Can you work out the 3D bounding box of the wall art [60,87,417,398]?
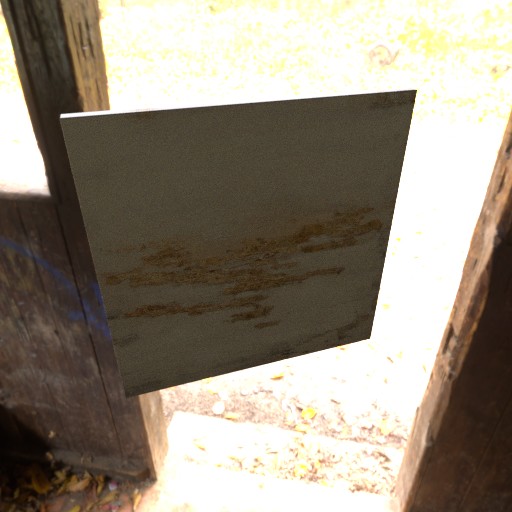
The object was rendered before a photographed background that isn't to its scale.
[{"bbox_3d":[0.000,0.000,1.497,1.015,1.018,0.040,-10,34,-15],"label":"wall art"}]
